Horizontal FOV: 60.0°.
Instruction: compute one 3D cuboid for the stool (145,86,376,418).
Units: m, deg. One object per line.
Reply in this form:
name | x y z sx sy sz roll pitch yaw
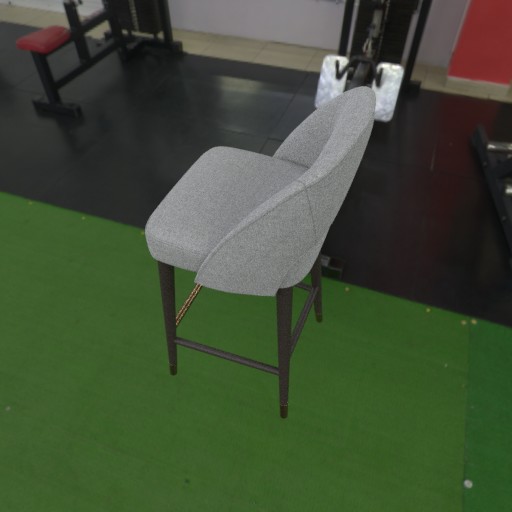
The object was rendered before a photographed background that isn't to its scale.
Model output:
stool | 0.000 0.000 1.332 0.509 1.037 0.494 17 49 15
